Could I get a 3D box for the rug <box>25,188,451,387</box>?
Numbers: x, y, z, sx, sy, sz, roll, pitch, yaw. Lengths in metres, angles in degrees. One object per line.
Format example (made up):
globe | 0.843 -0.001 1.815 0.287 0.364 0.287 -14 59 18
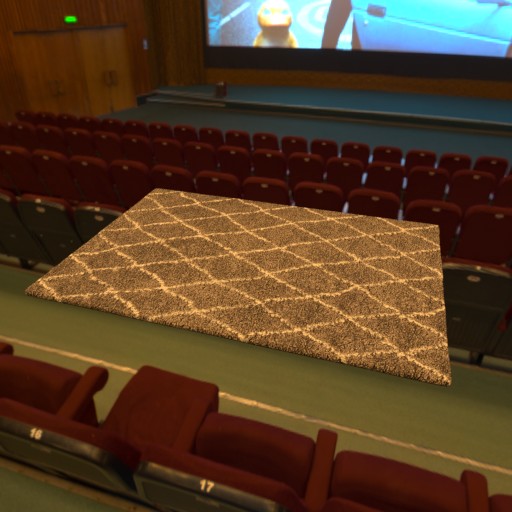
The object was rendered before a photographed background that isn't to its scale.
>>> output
rug | 0.000 0.000 2.232 1.778 0.030 1.219 9 33 15
